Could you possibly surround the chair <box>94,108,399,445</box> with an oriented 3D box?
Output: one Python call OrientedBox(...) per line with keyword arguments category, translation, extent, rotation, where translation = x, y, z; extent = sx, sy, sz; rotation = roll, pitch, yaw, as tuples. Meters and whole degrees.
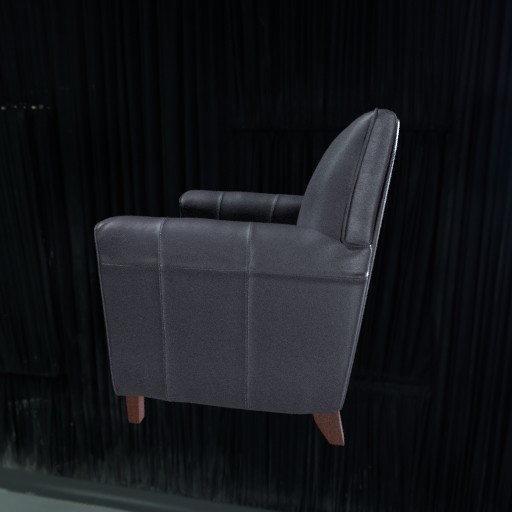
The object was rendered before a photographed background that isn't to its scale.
OrientedBox(category="chair", translation=(0.000, 0.000, 1.587), extent=(0.825, 0.943, 0.870), rotation=(2, 14, 9))
